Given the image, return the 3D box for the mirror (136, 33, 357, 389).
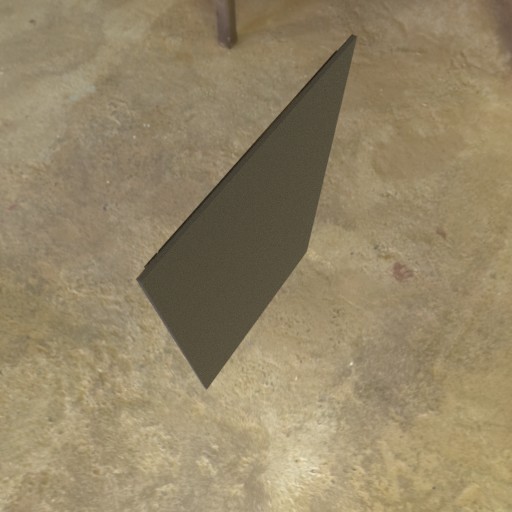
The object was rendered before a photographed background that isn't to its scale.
[{"bbox_3d":[0.000,0.000,1.142,0.039,0.914,0.613,32,68,14],"label":"mirror"}]
